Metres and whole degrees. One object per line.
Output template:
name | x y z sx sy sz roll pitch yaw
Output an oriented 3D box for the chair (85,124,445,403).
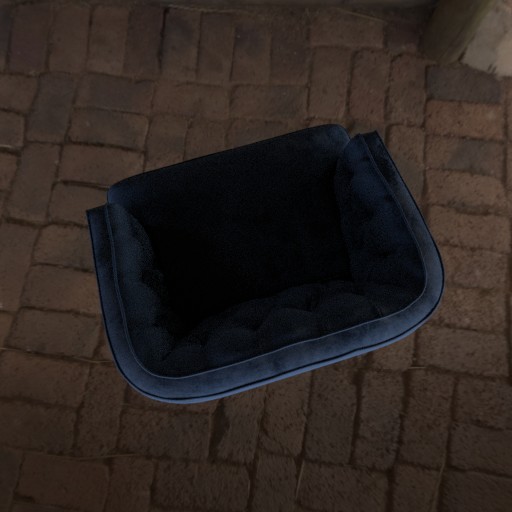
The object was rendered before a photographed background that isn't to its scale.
chair | 0.000 0.000 1.749 1.094 0.852 0.940 -16 75 -4
